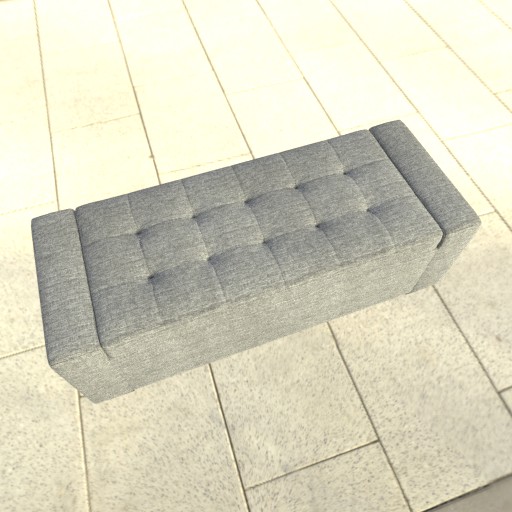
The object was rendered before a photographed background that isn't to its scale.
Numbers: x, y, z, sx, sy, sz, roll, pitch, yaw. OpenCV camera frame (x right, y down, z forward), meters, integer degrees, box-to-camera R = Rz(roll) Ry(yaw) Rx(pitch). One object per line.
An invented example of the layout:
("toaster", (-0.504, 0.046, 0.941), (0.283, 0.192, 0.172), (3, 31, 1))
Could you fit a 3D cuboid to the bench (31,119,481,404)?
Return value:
("bench", (0.000, 0.000, 1.521), (1.296, 0.445, 0.508), (-17, 59, -11))
